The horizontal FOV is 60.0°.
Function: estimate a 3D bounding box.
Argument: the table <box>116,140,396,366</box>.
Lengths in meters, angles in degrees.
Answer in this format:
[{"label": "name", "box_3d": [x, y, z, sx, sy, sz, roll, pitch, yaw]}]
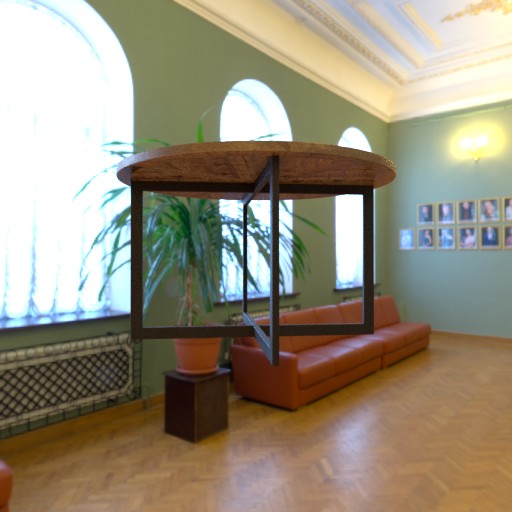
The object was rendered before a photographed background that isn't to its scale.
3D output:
[{"label": "table", "box_3d": [0.000, 0.000, 2.097, 1.264, 0.762, 1.264, 0, 0, 0]}]
